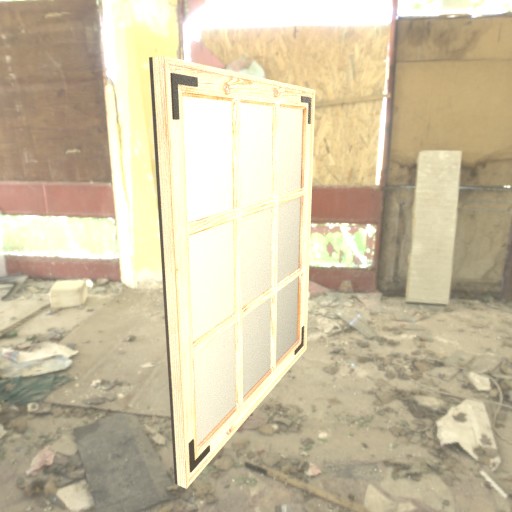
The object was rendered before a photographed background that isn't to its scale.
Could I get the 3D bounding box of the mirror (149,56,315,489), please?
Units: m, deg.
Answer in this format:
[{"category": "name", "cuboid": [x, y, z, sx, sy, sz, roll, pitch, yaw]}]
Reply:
[{"category": "mirror", "cuboid": [0.000, 0.000, 1.179, 0.032, 0.882, 0.730, 8, 18, 26]}]
